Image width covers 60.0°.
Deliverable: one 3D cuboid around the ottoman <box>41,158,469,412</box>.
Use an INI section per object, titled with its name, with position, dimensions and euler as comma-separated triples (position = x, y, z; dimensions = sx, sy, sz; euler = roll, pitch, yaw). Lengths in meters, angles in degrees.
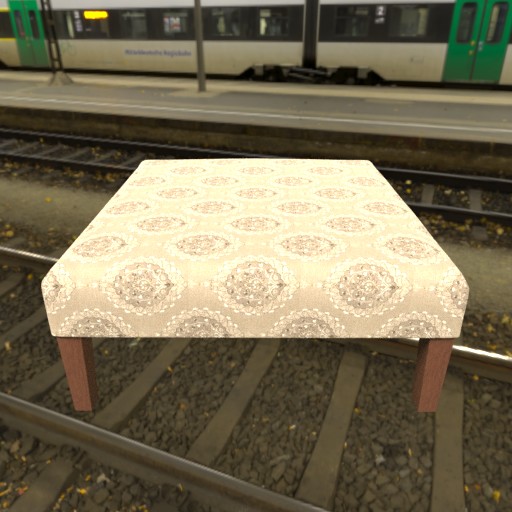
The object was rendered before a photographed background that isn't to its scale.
[ottoman]
position = 0.000, 0.000, 1.363
dimensions = 0.890, 0.411, 0.889
euler = 0, 27, 0
